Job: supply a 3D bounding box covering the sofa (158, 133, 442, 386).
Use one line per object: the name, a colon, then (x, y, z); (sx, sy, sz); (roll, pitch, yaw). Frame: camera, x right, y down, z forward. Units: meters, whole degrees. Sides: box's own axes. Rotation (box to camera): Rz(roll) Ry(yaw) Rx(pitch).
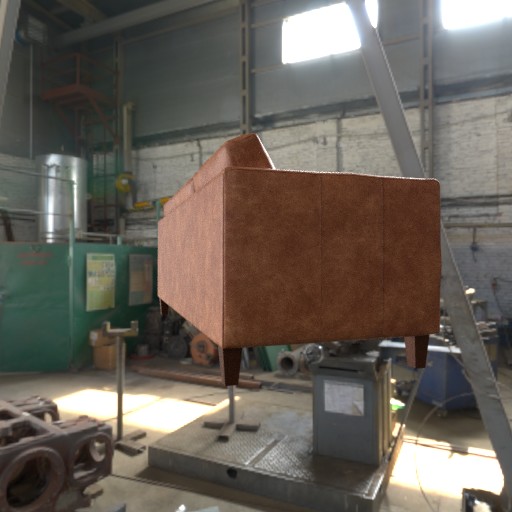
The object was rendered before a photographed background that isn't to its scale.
sofa: (0.000, 0.000, 2.933); (1.045, 1.006, 2.464); (0, 0, -18)
